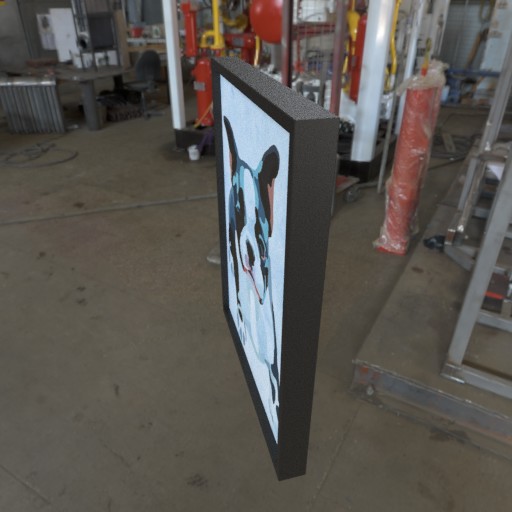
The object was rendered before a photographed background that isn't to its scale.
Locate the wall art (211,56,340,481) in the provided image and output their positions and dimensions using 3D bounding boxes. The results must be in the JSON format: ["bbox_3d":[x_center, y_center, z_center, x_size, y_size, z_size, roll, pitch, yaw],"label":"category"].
[{"bbox_3d":[0.000,0.000,0.488,0.030,0.369,0.294,-8,32,-13],"label":"wall art"}]
